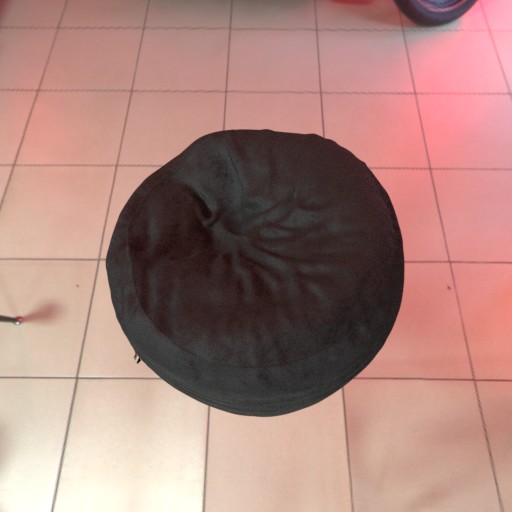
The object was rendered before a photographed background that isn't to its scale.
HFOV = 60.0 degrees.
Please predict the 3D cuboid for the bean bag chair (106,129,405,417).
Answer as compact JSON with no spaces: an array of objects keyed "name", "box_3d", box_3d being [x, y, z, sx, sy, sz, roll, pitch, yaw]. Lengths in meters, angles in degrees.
[{"name":"bean bag chair","box_3d":[0.000,0.000,2.300,1.525,0.751,1.525,0,63,0]}]
